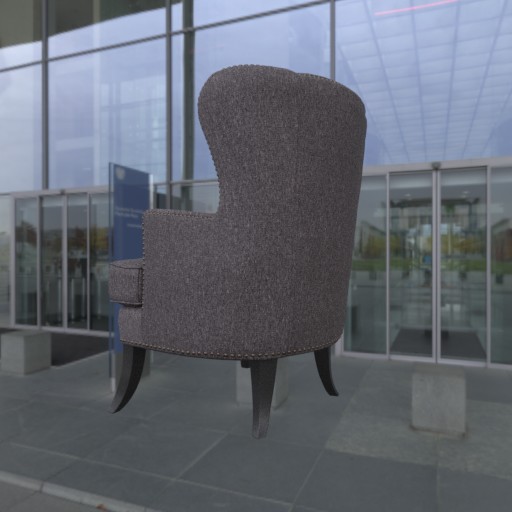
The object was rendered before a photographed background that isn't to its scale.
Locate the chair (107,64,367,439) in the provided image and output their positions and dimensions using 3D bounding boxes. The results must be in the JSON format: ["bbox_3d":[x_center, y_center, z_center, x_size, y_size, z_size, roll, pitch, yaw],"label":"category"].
[{"bbox_3d":[0.000,0.000,1.599,0.758,1.060,0.759,0,0,37],"label":"chair"}]
